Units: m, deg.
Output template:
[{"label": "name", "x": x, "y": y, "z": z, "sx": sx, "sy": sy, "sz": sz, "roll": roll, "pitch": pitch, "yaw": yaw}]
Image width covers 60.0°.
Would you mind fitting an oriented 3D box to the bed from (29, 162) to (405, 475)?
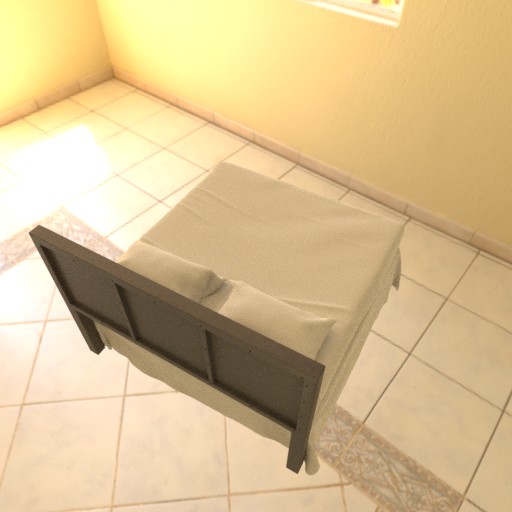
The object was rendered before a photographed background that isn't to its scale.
[{"label": "bed", "x": 0.000, "y": 0.000, "z": 2.901, "sx": 1.772, "sy": 1.142, "sz": 1.785, "roll": 23, "pitch": 51, "yaw": 20}]
